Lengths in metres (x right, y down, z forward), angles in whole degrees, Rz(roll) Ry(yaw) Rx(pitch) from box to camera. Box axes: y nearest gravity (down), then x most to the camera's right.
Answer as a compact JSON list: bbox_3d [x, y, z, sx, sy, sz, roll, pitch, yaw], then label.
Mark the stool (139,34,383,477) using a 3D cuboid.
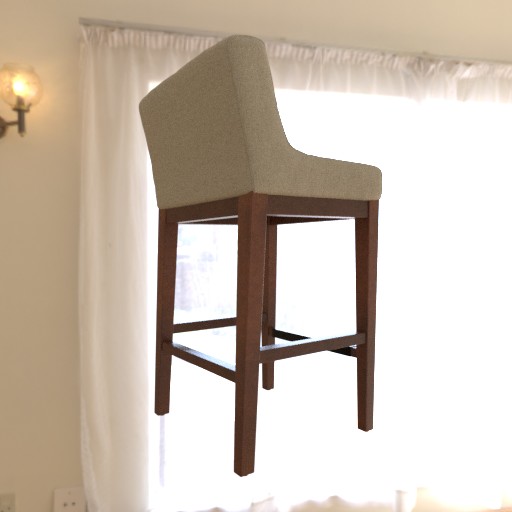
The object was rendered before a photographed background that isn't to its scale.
[{"bbox_3d":[0.000,0.000,1.232,0.500,0.937,0.511,-1,1,-36],"label":"stool"}]
